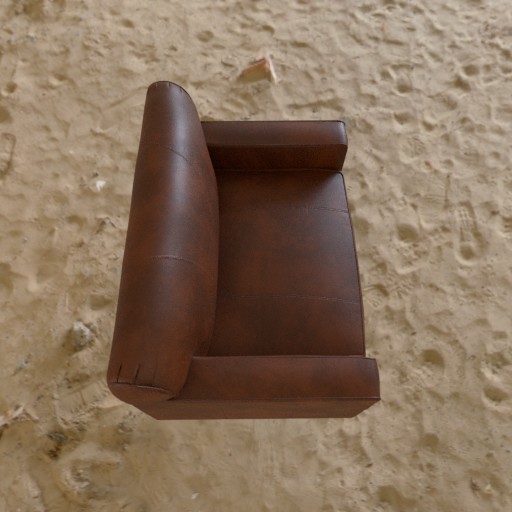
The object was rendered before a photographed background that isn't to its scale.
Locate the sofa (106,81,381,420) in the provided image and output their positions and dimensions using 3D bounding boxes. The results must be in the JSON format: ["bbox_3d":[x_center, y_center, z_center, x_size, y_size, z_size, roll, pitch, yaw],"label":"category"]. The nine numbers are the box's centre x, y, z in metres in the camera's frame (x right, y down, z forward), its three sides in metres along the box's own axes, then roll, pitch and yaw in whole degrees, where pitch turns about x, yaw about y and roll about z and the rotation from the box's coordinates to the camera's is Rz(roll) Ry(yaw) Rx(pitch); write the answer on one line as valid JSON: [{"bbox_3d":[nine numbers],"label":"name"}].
[{"bbox_3d":[0.000,0.000,2.089,1.000,0.956,1.413,-1,63,0],"label":"sofa"}]
